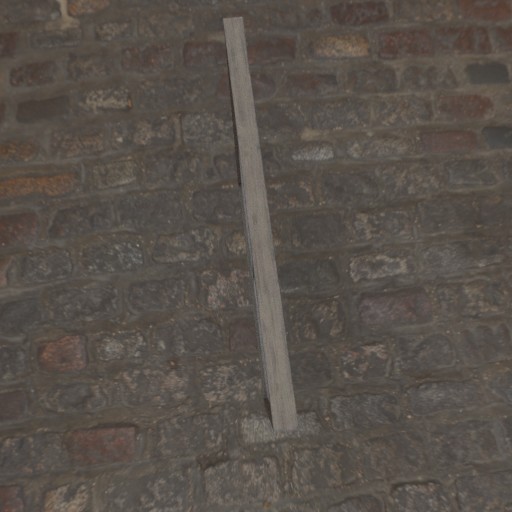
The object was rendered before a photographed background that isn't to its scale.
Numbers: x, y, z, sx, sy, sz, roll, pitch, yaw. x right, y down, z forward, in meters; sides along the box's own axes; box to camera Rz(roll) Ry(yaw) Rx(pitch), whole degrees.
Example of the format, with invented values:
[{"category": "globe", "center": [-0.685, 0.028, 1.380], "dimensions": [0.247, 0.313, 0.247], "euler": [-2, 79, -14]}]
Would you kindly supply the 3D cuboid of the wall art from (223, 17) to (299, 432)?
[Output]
[{"category": "wall art", "center": [0.000, 0.000, 1.133], "dimensions": [0.038, 0.762, 0.762], "euler": [-7, 75, -2]}]
